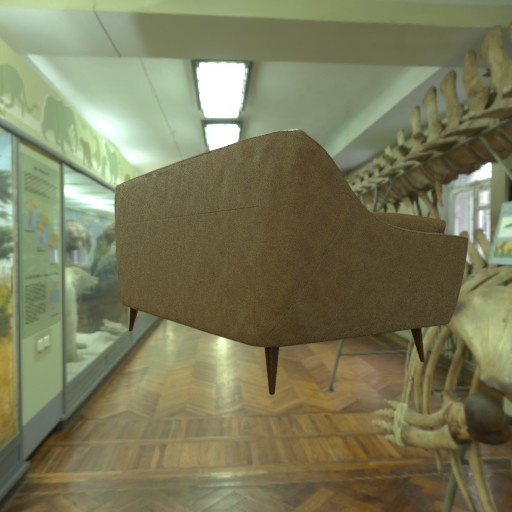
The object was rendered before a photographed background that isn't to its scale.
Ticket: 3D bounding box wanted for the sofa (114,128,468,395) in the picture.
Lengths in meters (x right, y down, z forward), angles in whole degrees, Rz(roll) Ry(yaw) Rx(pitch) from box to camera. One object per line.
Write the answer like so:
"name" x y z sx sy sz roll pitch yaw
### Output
"sofa" 0.000 0.000 2.249 0.981 0.886 1.731 -1 1 -35
